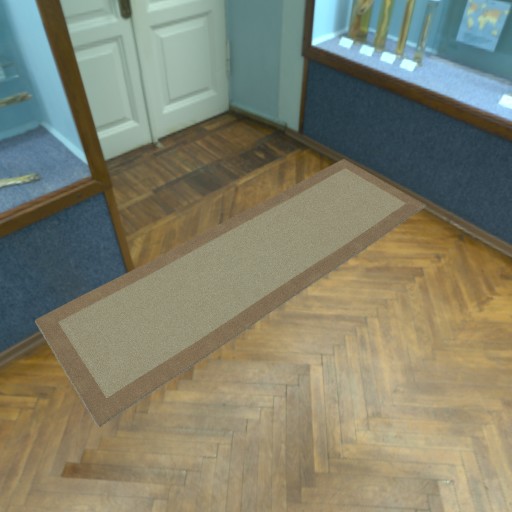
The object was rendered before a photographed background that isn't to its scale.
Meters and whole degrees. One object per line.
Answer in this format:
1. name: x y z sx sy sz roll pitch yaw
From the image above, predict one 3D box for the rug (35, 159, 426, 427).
1. rug: 0.000 0.000 2.699 2.430 0.012 0.767 -31 52 -27
